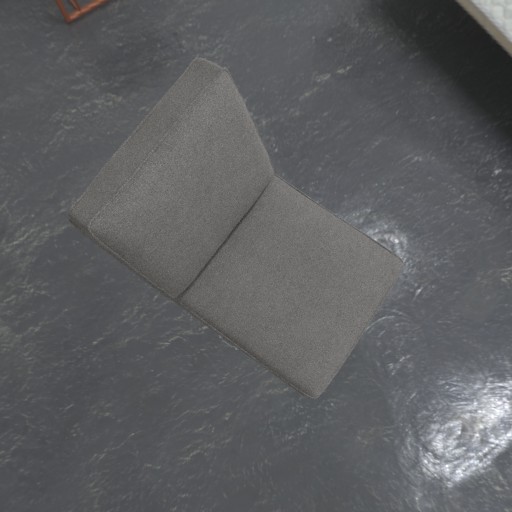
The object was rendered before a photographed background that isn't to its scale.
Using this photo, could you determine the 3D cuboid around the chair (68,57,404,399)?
[{"bbox_3d":[0.000,0.000,1.605,0.938,0.970,0.621,35,78,8],"label":"chair"}]
